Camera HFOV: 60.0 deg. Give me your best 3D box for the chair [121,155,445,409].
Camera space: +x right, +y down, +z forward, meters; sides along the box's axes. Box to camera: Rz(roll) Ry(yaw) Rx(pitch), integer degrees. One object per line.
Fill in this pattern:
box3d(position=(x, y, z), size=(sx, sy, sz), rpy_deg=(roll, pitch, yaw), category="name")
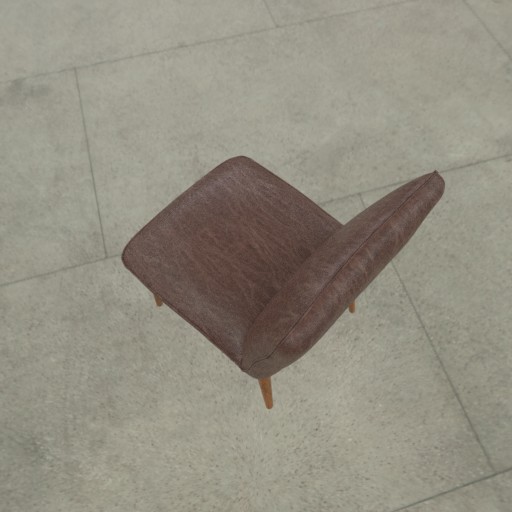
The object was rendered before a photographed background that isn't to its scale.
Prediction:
box3d(position=(0.000, 0.000, 1.224), size=(0.645, 0.803, 0.543), rpy_deg=(35, 68, 16), category="chair")
